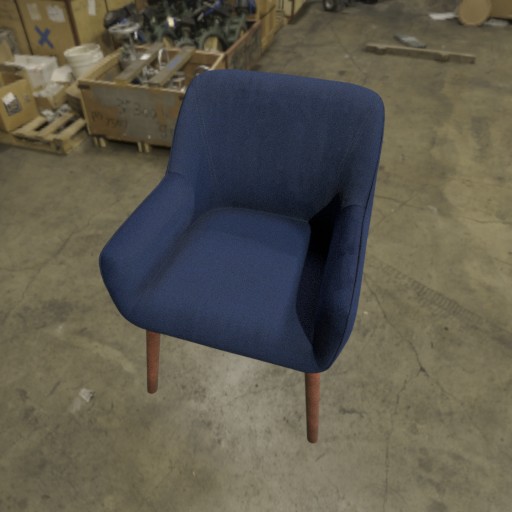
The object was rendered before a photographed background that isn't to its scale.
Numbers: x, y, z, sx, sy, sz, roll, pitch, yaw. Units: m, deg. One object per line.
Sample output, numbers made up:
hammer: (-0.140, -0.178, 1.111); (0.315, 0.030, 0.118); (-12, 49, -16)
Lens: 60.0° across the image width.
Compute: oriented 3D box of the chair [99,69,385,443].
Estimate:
chair: (0.000, 0.000, 1.258); (0.600, 0.820, 0.600); (12, 44, 13)
